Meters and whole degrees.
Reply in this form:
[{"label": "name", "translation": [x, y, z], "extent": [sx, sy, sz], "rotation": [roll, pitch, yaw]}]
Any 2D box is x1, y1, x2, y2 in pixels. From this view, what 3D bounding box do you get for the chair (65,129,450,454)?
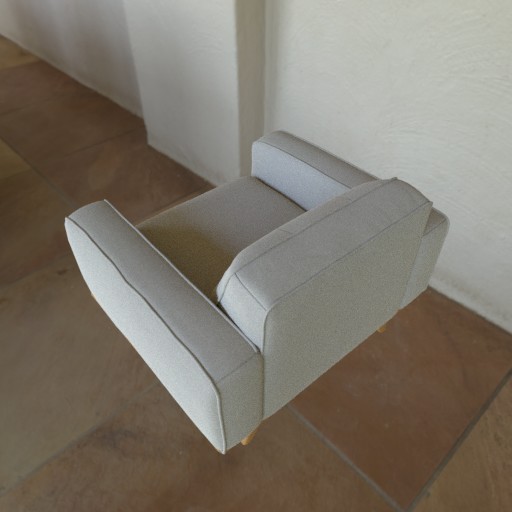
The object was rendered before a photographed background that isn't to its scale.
[{"label": "chair", "translation": [0.000, 0.000, 1.735], "extent": [1.115, 0.779, 0.953], "rotation": [-30, 51, -28]}]
